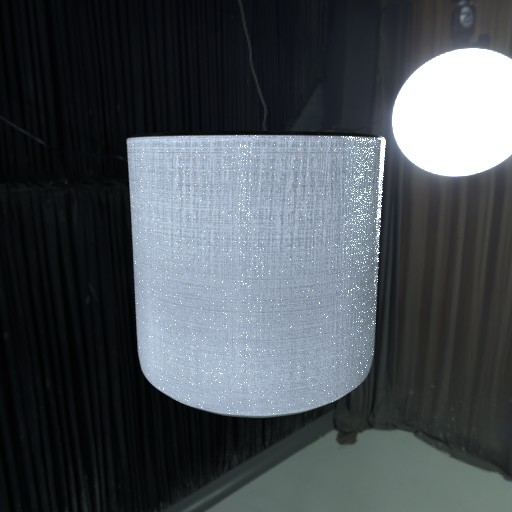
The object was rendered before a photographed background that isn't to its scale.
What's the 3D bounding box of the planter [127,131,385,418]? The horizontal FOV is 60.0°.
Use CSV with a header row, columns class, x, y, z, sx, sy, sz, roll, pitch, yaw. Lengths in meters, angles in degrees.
class,x,y,z,sx,sy,sz,roll,pitch,yaw
planter,0.000,0.000,0.298,0.160,0.156,0.160,0,13,0
